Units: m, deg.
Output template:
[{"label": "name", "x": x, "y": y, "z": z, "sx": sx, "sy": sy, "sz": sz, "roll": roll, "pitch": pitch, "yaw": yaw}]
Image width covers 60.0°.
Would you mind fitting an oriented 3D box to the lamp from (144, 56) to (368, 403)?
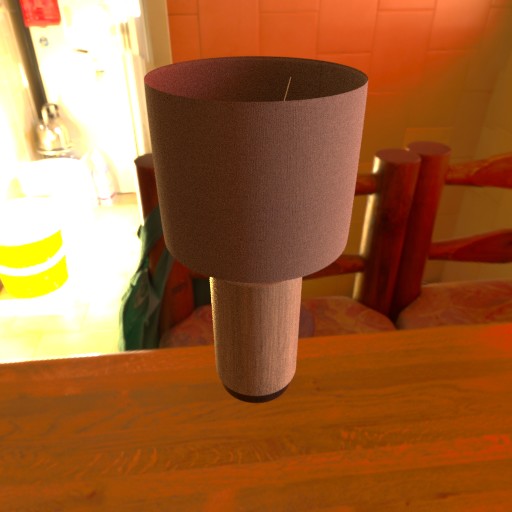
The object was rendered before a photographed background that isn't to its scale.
[{"label": "lamp", "x": 0.000, "y": 0.000, "z": 0.576, "sx": 0.228, "sy": 0.444, "sz": 0.228, "roll": -22, "pitch": 39, "yaw": -30}]
